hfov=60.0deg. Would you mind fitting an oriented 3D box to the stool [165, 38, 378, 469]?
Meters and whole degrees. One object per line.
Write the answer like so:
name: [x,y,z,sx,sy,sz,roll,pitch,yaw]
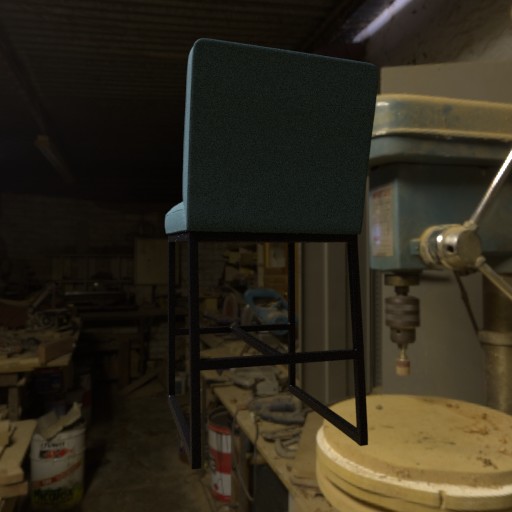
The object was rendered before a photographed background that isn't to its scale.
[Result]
stool: [0.000,0.000,1.258,0.460,0.940,0.560,0,-1,-17]
